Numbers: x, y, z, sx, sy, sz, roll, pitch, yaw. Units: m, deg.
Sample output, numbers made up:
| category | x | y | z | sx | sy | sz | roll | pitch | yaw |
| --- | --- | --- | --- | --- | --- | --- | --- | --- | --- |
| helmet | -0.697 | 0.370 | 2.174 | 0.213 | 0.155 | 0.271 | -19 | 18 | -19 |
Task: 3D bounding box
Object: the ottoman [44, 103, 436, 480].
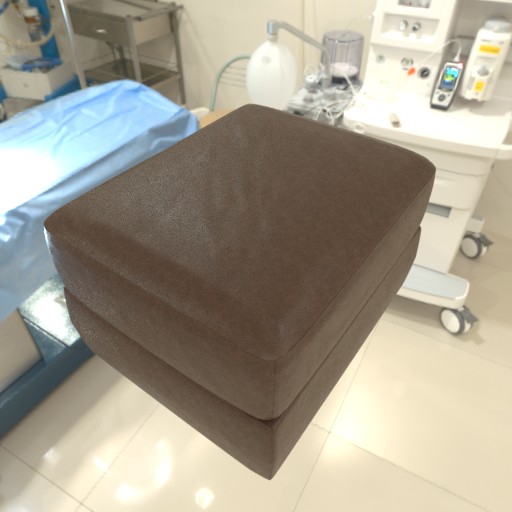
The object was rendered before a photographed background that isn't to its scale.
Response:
| category | x | y | z | sx | sy | sz | roll | pitch | yaw |
| --- | --- | --- | --- | --- | --- | --- | --- | --- | --- |
| ottoman | 0.000 | 0.000 | 1.099 | 0.603 | 0.476 | 0.751 | 26 | 48 | 26 |
